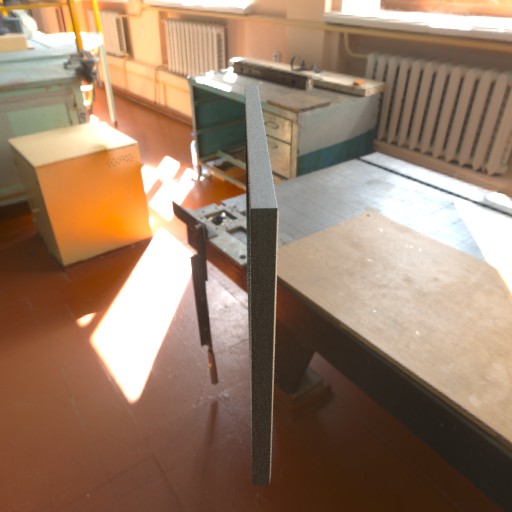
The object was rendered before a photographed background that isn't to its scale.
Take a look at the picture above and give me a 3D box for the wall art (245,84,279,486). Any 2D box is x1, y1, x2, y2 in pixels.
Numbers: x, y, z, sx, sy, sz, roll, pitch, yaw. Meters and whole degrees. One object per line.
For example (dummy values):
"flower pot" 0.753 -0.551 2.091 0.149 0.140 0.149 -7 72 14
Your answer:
"wall art" 0.000 0.000 0.771 0.028 0.457 0.556 -1 32 -2
